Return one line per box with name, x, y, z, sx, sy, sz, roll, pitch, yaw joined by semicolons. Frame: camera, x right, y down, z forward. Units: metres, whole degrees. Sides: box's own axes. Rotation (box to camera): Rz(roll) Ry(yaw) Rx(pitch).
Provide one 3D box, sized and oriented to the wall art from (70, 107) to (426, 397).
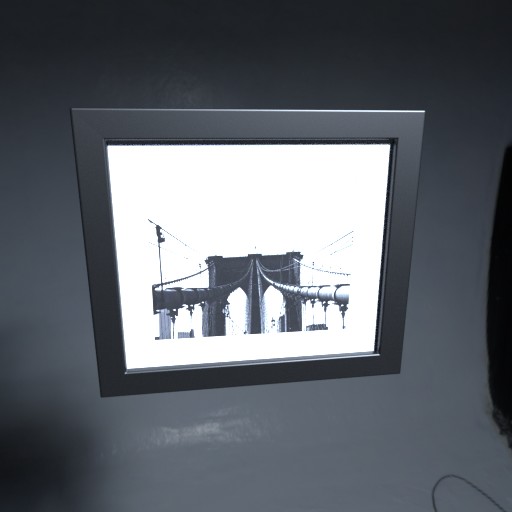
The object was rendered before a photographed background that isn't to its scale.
wall art;0.000;0.000;0.526;0.380;0.330;0.028;-2;16;-8
